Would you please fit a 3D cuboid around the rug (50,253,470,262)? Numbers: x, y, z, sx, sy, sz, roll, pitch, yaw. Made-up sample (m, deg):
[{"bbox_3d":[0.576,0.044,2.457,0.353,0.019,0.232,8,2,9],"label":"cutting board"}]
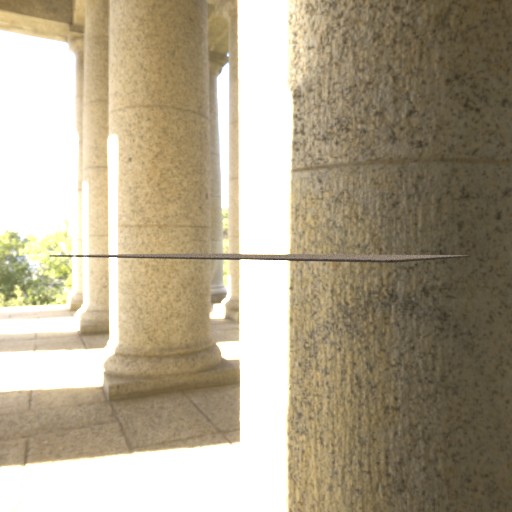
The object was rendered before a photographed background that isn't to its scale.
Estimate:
[{"bbox_3d":[0.000,0.000,2.244,1.783,0.008,1.175,1,1,36],"label":"rug"}]
